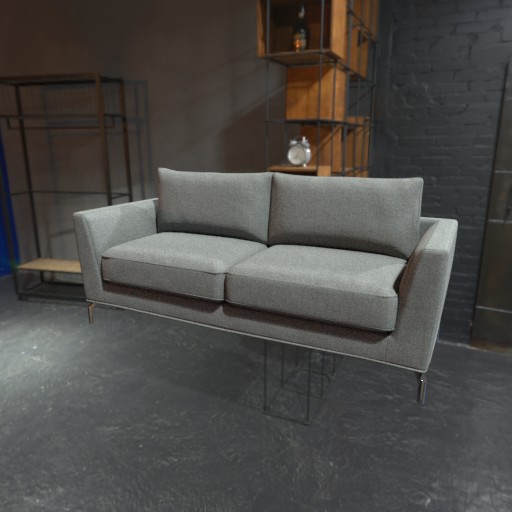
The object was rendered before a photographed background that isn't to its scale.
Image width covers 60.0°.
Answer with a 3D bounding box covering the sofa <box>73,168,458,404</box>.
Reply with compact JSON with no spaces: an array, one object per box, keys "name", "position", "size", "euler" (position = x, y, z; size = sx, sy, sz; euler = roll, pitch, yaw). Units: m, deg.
[{"name":"sofa","position":[0.000,0.000,2.745],"size":[2.212,1.002,0.869],"euler":[7,16,26]}]
